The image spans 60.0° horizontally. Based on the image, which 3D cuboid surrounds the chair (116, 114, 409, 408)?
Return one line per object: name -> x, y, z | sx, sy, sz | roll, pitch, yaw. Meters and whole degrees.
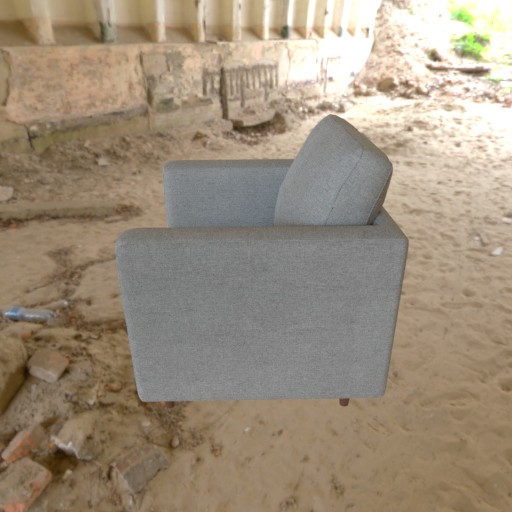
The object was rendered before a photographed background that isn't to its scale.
chair -> 0.000, 0.000, 1.611 | 0.800, 0.927, 0.855 | 0, 27, -1
